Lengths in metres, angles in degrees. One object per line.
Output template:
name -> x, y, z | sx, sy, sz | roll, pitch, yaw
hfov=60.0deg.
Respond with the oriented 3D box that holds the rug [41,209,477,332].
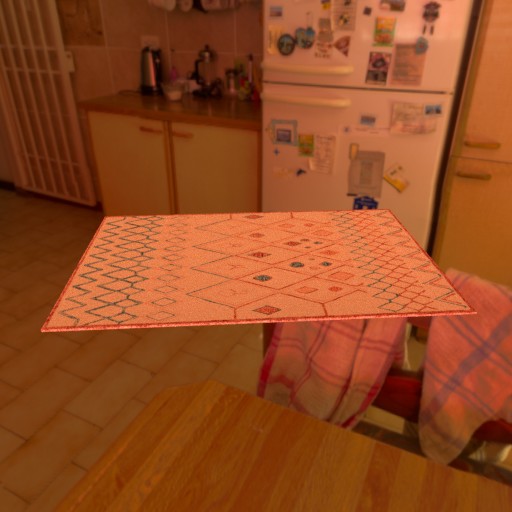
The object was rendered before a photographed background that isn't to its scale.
rug -> 0.000, 0.000, 3.134 | 2.438, 0.015, 1.524 | -2, 29, -3
